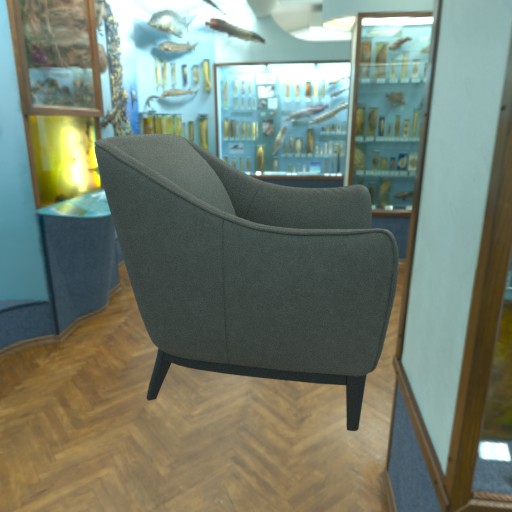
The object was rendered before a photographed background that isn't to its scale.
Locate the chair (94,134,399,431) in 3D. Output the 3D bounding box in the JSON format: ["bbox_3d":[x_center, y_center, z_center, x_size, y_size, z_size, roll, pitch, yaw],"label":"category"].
[{"bbox_3d":[0.000,0.000,1.571,0.852,0.830,0.871,3,17,9],"label":"chair"}]
